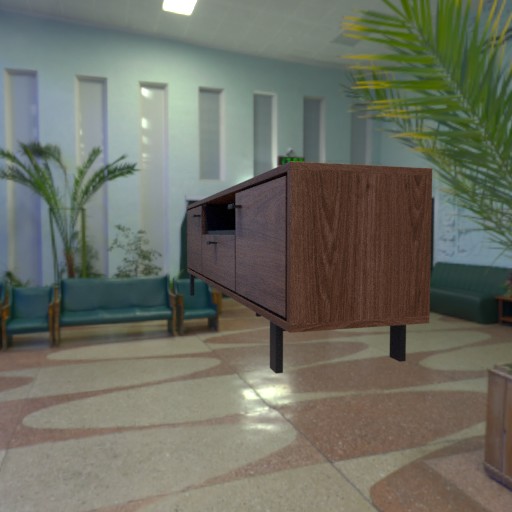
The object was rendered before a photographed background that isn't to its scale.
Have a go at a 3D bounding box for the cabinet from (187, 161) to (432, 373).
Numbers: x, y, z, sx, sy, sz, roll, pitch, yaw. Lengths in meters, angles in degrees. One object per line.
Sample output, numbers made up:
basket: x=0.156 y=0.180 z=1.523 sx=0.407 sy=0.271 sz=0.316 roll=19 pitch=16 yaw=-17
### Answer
cabinet: x=0.000 y=0.000 z=1.820 sx=0.400 sy=0.500 sz=1.650 roll=-1 pitch=3 yaw=-17
